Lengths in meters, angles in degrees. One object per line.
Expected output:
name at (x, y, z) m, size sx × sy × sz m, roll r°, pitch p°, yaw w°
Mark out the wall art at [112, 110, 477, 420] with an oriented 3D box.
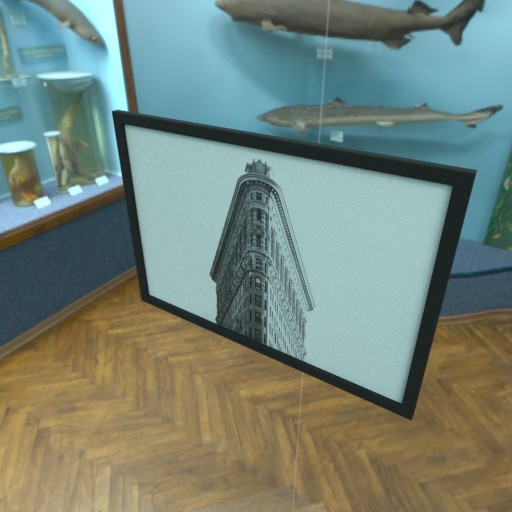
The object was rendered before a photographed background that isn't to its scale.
wall art at (0.000, 0.000, 1.200) m, size 0.958 × 0.656 × 0.026 m, roll 18°, pitch 35°, yaw 28°
